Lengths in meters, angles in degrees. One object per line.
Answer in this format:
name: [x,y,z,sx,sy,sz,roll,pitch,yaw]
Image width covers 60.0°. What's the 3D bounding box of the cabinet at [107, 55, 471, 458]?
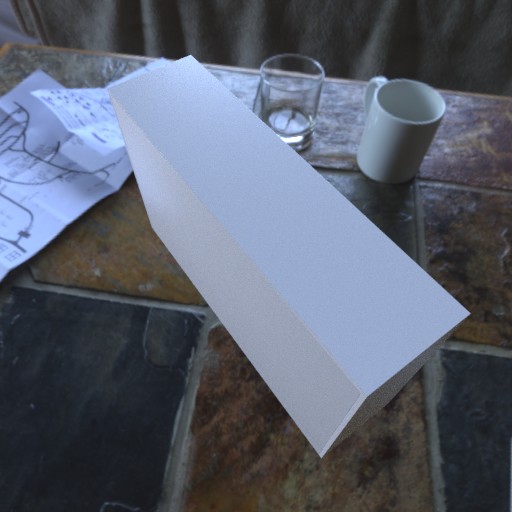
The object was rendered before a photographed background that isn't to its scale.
cabinet: [0.000,0.000,1.826,0.380,0.900,1.450,-31,62,-19]
